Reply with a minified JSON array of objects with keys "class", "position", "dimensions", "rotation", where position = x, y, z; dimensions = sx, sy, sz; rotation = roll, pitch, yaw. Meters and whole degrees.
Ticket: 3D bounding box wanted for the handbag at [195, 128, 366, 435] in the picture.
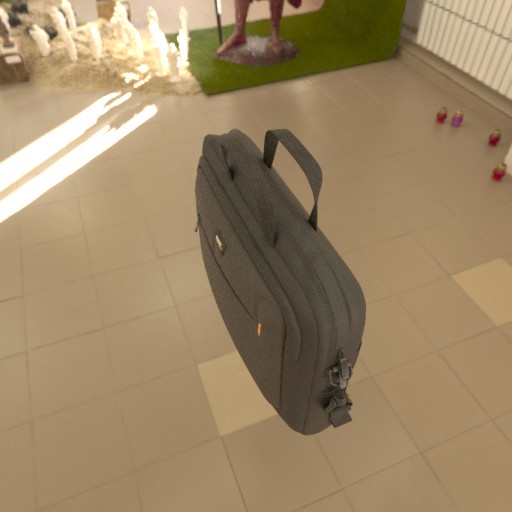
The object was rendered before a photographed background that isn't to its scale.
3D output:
[{"class":"handbag","position":[0.000,0.000,0.434],"dimensions":[0.089,0.244,0.320],"rotation":[-17,49,-15]}]
